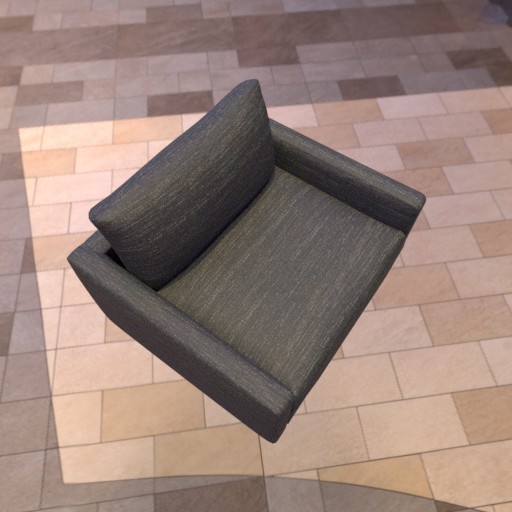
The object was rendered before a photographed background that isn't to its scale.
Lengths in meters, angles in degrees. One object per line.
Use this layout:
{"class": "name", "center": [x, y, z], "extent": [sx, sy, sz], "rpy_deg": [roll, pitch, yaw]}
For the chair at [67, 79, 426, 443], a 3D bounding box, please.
{"class": "chair", "center": [0.000, 0.000, 1.659], "extent": [0.866, 0.861, 0.963], "rpy_deg": [32, 64, 18]}
